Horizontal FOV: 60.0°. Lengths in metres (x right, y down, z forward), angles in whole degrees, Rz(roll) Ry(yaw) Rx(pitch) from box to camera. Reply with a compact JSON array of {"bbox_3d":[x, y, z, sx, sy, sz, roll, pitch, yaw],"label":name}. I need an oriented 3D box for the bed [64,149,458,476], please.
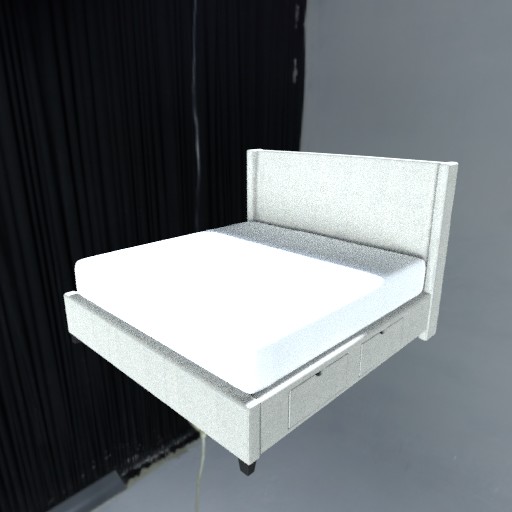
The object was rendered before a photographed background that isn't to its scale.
[{"bbox_3d":[0.000,0.000,3.556,2.140,1.470,2.280,16,24,42],"label":"bed"}]
